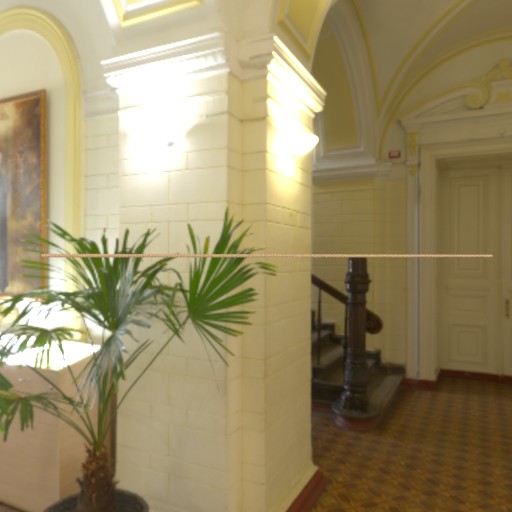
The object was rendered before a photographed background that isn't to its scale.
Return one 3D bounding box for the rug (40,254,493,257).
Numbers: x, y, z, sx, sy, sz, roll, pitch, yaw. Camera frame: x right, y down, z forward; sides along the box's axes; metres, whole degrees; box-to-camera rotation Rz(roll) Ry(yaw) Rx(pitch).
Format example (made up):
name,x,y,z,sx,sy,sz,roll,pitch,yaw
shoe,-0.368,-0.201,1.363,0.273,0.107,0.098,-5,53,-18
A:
name,x,y,z,sx,sy,sz,roll,pitch,yaw
rug,0.000,0.000,2.822,2.294,0.014,1.528,0,0,-19
